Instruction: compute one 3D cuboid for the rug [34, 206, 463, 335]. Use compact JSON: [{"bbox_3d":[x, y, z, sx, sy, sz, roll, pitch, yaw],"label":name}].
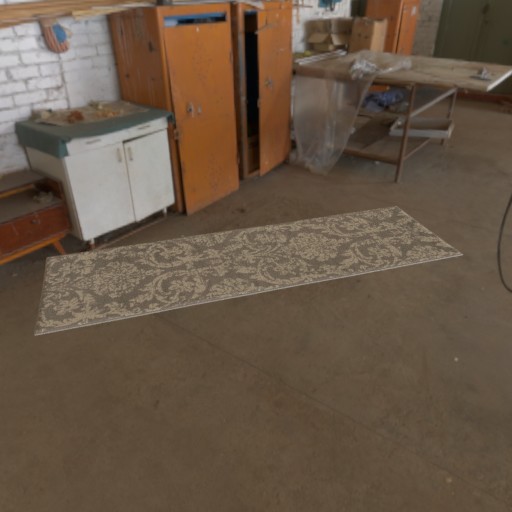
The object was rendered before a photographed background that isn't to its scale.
[{"bbox_3d":[0.000,0.000,2.438,2.196,0.011,0.662,-9,33,-15],"label":"rug"}]
